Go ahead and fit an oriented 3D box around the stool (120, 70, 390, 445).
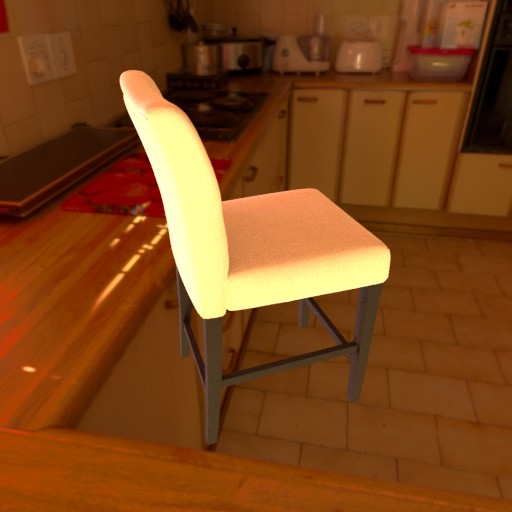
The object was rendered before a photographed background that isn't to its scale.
[{"bbox_3d":[0.000,0.000,1.276,0.603,0.972,0.514,-10,32,-17],"label":"stool"}]
